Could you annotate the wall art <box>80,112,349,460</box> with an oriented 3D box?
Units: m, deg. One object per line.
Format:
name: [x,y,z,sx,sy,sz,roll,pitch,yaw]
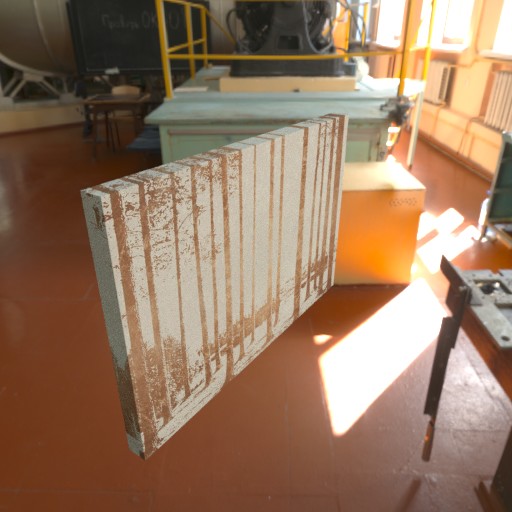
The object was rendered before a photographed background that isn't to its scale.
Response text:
wall art: [0.000,0.000,0.783,0.035,0.405,0.609,18,32,31]
